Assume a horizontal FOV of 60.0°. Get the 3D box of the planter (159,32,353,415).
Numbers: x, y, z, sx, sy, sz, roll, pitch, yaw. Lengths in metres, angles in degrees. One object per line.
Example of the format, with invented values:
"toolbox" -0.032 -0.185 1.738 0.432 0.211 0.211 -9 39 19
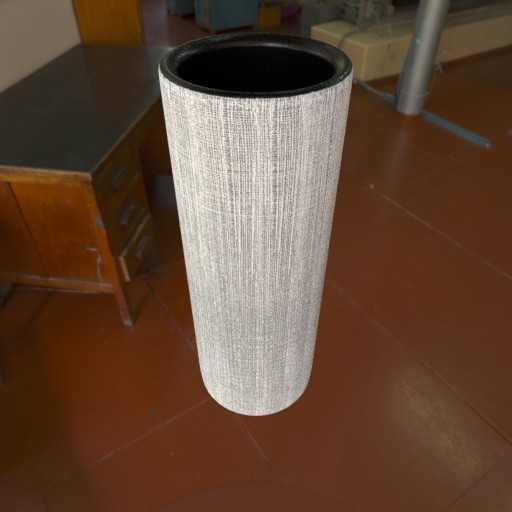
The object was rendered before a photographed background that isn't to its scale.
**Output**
"planter" 0.000 0.000 0.317 0.100 0.270 0.100 1 41 1
